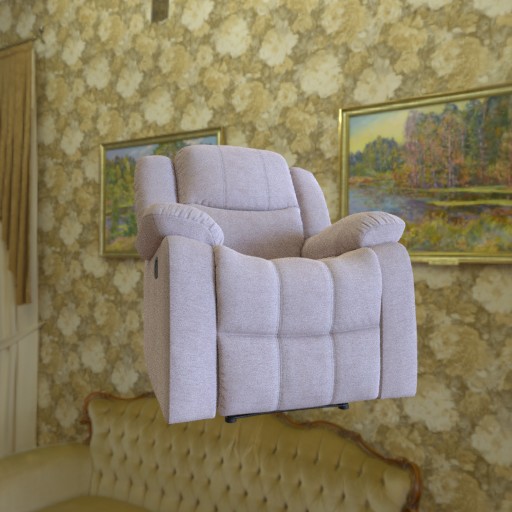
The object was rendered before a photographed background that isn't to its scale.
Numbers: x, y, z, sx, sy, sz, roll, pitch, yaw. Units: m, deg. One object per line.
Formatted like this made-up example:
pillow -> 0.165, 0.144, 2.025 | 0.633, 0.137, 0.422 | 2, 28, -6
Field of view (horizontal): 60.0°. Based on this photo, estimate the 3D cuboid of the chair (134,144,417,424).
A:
chair -> 0.000, 0.000, 1.713 | 0.899, 1.008, 0.944 | 0, -1, -19
